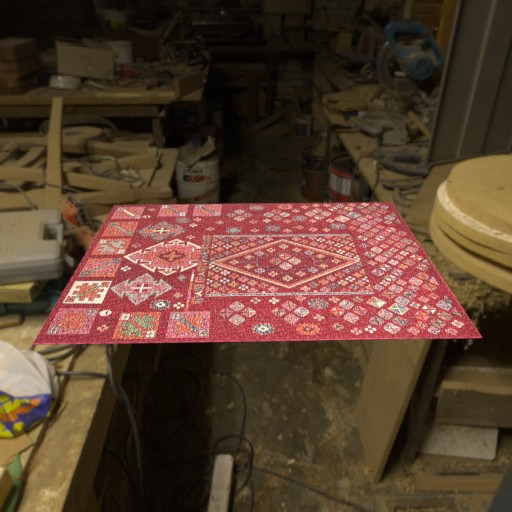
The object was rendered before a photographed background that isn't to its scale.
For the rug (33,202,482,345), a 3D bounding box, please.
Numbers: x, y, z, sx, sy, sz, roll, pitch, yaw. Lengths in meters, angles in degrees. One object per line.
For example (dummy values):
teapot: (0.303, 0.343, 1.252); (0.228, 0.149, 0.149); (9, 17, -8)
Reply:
rug: (0.000, 0.000, 2.819); (2.184, 0.007, 1.579); (-1, 32, -1)
